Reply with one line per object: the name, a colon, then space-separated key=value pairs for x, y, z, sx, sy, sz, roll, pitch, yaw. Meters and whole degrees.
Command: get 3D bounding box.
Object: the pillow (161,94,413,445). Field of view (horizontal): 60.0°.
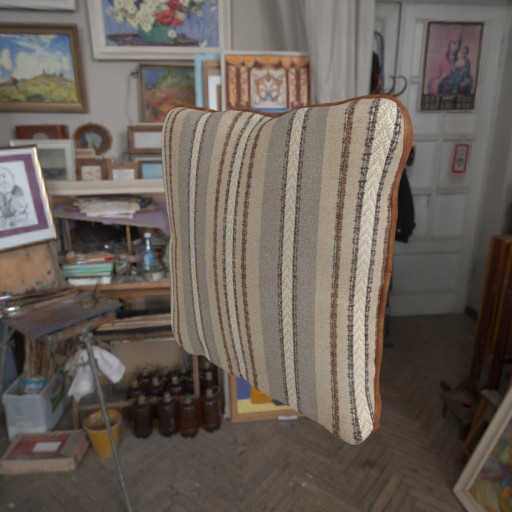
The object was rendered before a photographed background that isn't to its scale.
pillow: x=0.000 y=0.000 z=0.737 sx=0.130 sy=0.490 sz=0.489 roll=-16 pitch=23 yaw=-43
